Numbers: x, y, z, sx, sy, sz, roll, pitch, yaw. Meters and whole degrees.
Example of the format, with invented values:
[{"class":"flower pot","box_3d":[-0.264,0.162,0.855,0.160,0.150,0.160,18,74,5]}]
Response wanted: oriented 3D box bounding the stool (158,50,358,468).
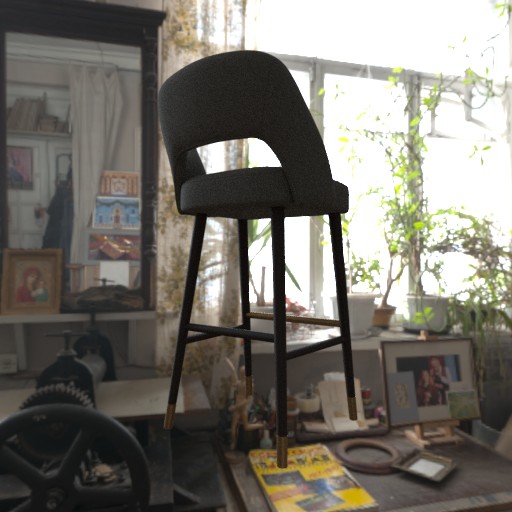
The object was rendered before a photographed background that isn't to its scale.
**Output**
[{"class":"stool","box_3d":[0.000,0.000,1.414,0.536,1.089,0.524,0,0,37]}]
